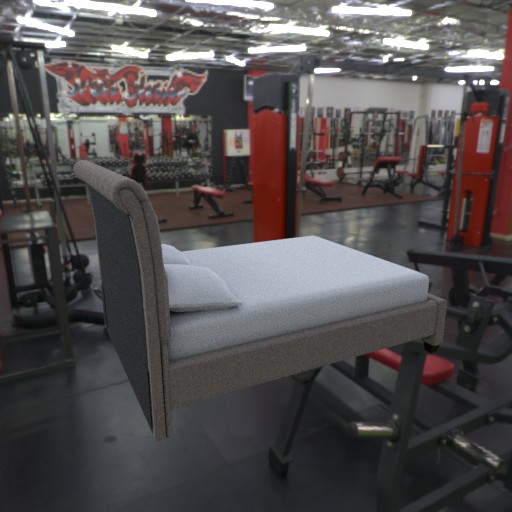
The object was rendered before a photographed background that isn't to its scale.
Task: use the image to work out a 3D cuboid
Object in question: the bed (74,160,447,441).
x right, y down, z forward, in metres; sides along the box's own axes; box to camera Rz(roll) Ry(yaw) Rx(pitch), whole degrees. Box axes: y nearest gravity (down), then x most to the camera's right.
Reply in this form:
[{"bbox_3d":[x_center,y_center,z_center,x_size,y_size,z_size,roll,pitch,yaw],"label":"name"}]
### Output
[{"bbox_3d":[0.000,0.000,3.298,2.252,1.371,1.645,-8,17,-26],"label":"bed"}]
